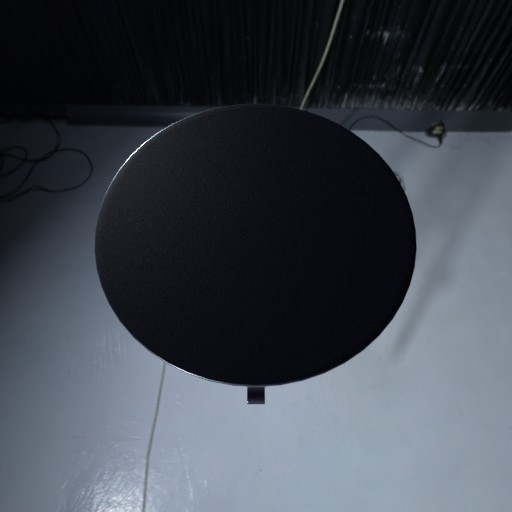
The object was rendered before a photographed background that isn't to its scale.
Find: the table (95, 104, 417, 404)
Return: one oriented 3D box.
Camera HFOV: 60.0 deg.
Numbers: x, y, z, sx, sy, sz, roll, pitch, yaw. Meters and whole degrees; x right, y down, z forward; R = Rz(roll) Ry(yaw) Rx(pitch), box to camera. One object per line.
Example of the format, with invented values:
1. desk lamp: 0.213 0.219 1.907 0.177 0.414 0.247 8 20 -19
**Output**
1. table: 0.000 0.000 1.644 1.029 0.491 1.029 0 64 0
